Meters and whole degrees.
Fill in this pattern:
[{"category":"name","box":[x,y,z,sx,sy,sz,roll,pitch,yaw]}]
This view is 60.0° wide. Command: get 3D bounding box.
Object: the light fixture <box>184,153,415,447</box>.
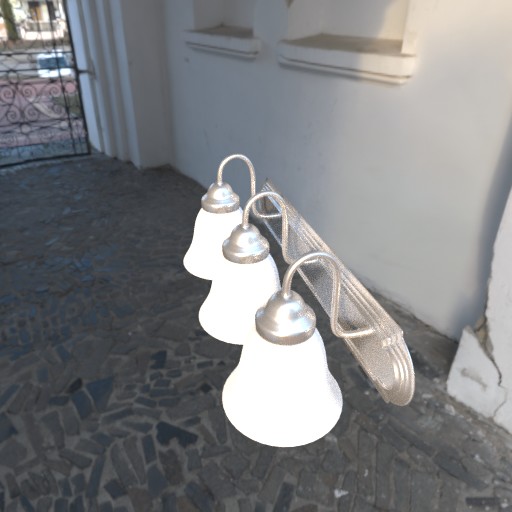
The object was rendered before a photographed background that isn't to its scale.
[{"category":"light fixture","box":[0.000,0.000,0.719,0.199,0.222,0.610,-8,31,-14]}]
